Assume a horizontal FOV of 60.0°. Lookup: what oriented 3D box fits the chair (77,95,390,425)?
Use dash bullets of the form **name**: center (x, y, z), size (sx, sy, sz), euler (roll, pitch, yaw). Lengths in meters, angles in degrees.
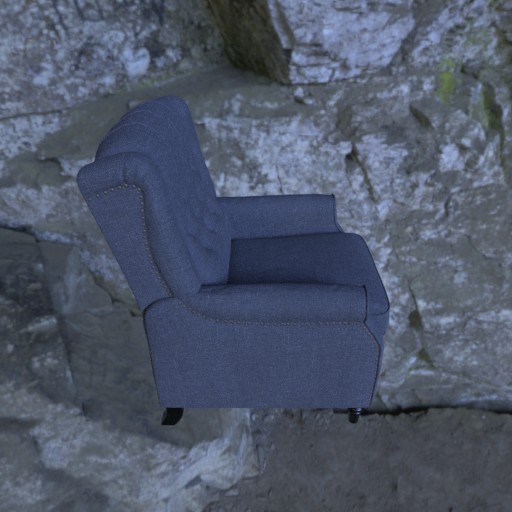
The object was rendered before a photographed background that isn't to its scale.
- **chair**: center (0.000, 0.000, 1.596), size (0.898, 1.035, 0.742), euler (0, 33, 0)
